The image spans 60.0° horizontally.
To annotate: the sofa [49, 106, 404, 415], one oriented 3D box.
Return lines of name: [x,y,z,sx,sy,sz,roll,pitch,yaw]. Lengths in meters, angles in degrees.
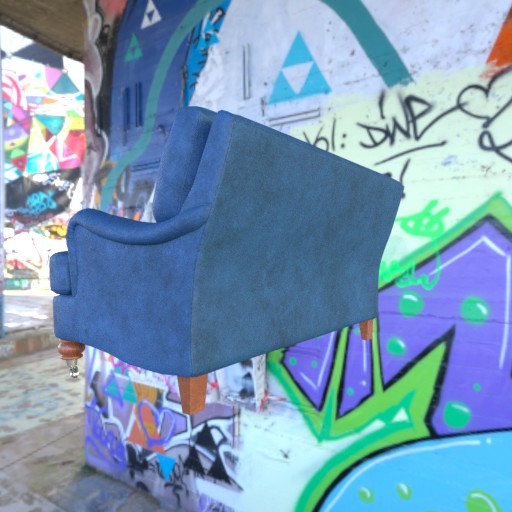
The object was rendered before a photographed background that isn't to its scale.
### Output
sofa: [0.000,0.000,2.425,1.084,1.101,1.853,0,0,35]
